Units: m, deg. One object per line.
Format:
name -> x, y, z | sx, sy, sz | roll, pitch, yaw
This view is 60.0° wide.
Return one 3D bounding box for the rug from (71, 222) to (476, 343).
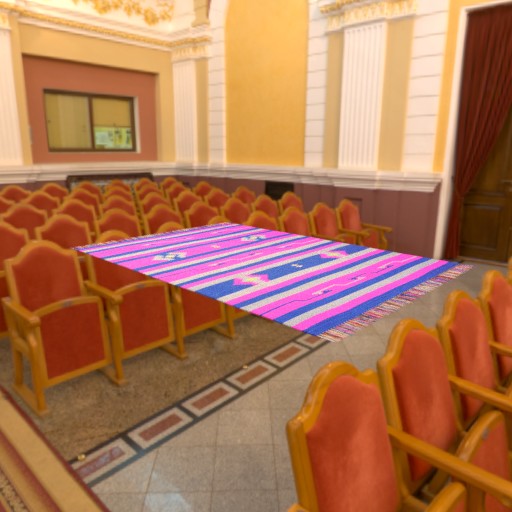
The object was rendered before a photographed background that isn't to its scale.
rug -> 0.000, 0.000, 3.008 | 2.350, 0.013, 1.539 | 13, 19, 42
